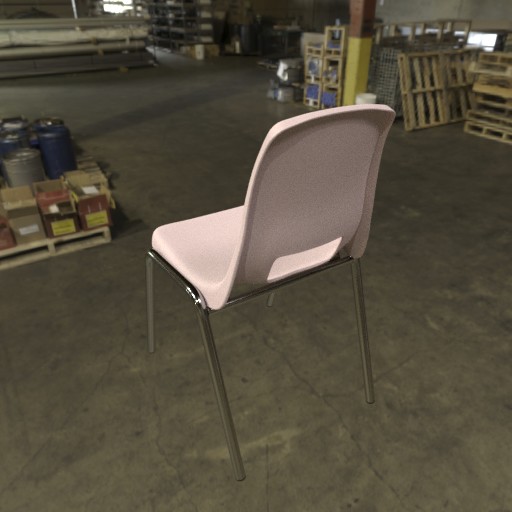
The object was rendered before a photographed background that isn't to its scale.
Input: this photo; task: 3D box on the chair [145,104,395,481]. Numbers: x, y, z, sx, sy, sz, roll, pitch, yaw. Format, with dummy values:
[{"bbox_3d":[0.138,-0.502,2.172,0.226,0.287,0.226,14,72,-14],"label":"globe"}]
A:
[{"bbox_3d":[0.000,0.000,0.894,0.381,0.653,0.436,-18,35,-28],"label":"chair"}]
